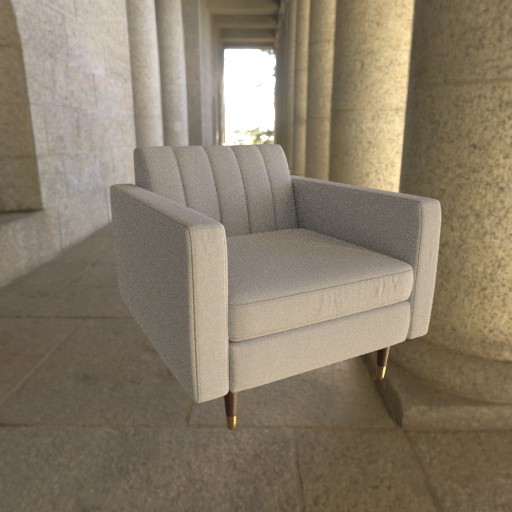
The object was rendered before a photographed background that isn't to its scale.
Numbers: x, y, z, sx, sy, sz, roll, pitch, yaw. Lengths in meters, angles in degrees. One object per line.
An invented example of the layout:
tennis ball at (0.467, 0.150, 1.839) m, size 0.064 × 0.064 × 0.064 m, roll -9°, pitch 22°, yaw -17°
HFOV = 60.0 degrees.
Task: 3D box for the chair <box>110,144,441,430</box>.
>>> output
chair at (0.000, 0.000, 1.740) m, size 0.953 × 0.819 × 0.998 m, roll -9°, pitch 18°, yaw -27°
